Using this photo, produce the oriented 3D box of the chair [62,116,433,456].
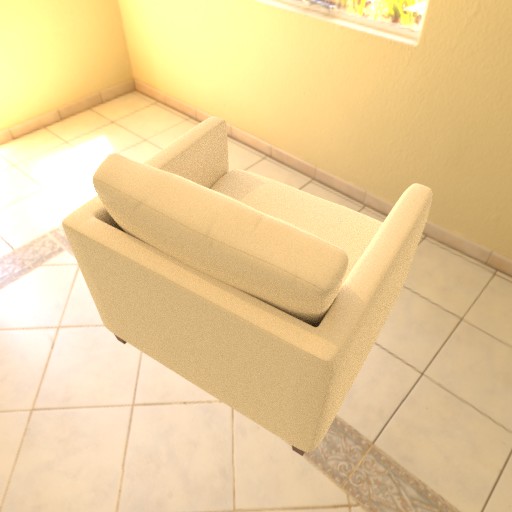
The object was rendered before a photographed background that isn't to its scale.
[{"bbox_3d":[0.000,0.000,1.694,1.019,0.885,0.878,25,51,22],"label":"chair"}]
